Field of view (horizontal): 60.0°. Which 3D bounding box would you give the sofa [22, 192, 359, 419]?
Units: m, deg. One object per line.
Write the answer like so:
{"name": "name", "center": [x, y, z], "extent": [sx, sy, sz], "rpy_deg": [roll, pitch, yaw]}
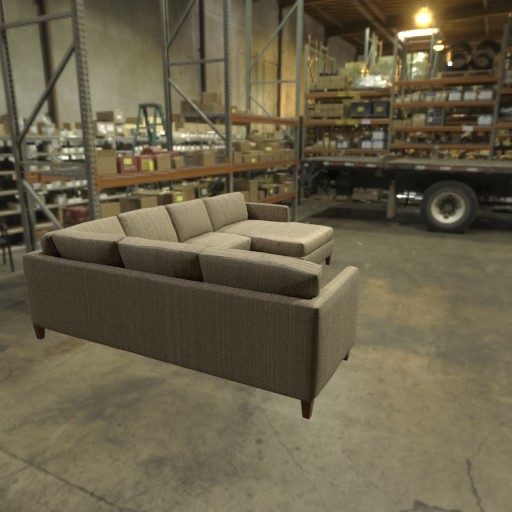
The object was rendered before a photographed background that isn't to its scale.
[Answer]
{"name": "sofa", "center": [0.000, 0.000, 4.581], "extent": [2.594, 0.961, 3.460], "rpy_deg": [8, 17, 26]}
